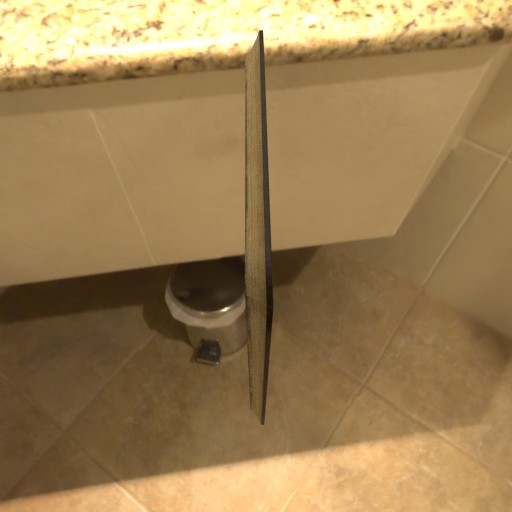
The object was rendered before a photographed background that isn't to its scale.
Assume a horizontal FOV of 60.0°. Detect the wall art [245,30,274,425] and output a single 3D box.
[{"bbox_3d":[0.000,0.000,0.647,0.023,0.457,0.381,-1,58,0],"label":"wall art"}]
